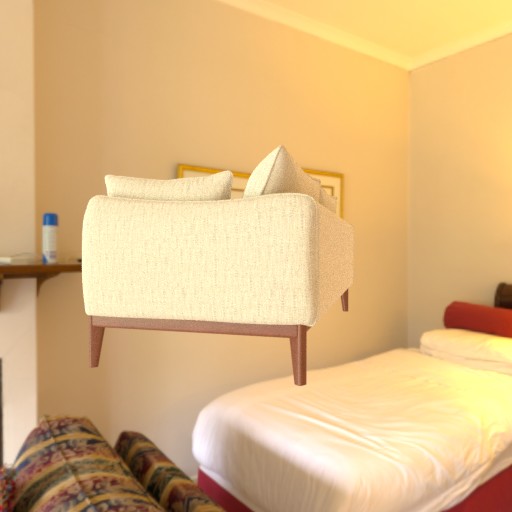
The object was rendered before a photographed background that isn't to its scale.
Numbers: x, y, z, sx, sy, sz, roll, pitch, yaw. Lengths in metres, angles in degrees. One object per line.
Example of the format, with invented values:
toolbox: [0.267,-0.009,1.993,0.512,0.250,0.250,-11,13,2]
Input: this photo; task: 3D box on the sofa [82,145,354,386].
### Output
sofa: [0.000,0.000,2.560,0.991,0.860,1.989,0,1,16]
